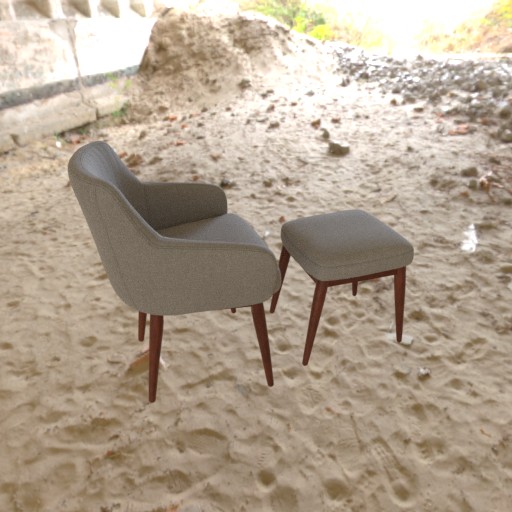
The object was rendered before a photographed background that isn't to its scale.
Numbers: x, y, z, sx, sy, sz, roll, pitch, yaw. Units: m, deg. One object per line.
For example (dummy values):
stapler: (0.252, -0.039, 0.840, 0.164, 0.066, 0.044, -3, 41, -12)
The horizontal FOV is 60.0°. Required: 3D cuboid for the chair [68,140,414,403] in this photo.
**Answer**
chair: (0.000, 0.000, 1.569, 1.107, 0.799, 0.584, -9, 30, -17)
